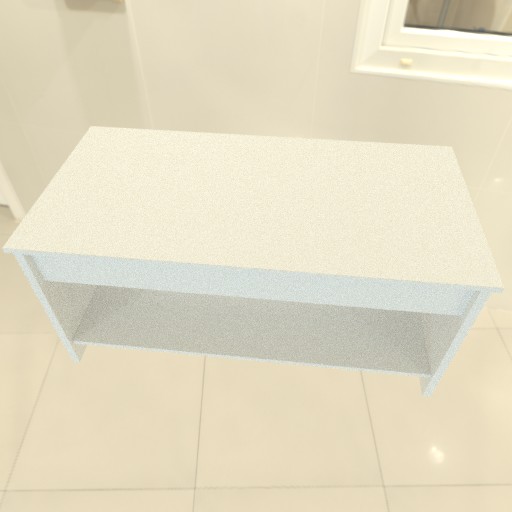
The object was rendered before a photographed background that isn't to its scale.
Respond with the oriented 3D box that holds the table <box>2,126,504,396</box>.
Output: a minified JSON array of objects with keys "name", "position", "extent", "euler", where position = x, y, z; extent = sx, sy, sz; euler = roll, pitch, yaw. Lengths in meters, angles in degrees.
[{"name":"table","position":[0.000,0.000,1.207],"extent":[1.000,0.441,0.500],"euler":[4,46,4]}]
